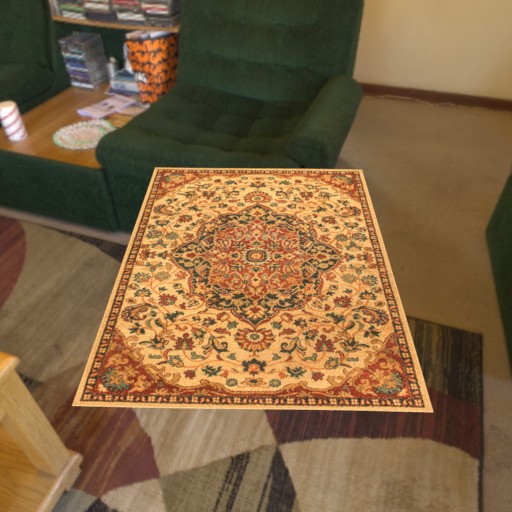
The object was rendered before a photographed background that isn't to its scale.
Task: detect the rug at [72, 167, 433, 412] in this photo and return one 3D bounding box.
[{"bbox_3d":[0.000,0.000,4.132,2.454,0.005,3.067,1,43,1],"label":"rug"}]
